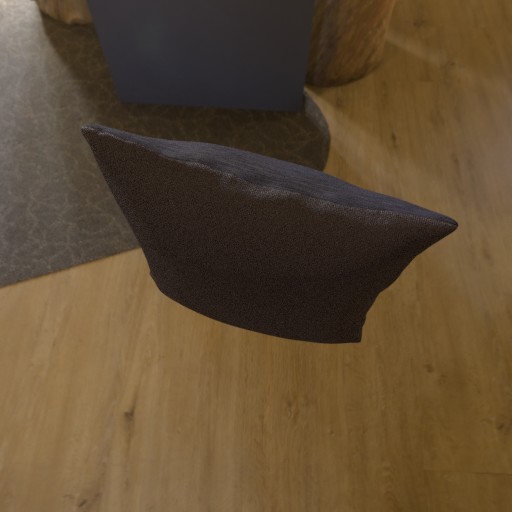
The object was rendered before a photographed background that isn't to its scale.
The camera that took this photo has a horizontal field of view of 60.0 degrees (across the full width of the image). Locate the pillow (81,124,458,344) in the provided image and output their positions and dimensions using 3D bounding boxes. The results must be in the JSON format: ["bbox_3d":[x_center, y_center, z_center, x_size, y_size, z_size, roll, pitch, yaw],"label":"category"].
[{"bbox_3d":[0.000,0.000,0.693,0.452,0.439,0.204,17,64,8],"label":"pillow"}]
